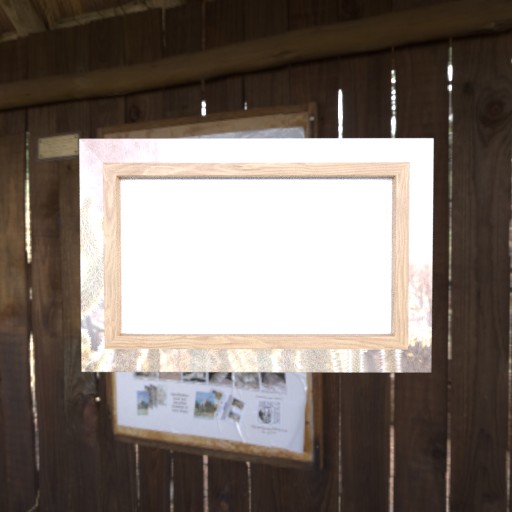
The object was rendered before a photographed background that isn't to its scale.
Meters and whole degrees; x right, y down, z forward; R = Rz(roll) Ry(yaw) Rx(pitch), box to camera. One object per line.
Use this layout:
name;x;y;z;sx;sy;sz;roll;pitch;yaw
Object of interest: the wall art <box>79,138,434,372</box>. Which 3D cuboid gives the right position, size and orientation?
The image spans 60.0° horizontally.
wall art;0.000;0.000;1.171;0.916;0.608;0.040;0;1;0
